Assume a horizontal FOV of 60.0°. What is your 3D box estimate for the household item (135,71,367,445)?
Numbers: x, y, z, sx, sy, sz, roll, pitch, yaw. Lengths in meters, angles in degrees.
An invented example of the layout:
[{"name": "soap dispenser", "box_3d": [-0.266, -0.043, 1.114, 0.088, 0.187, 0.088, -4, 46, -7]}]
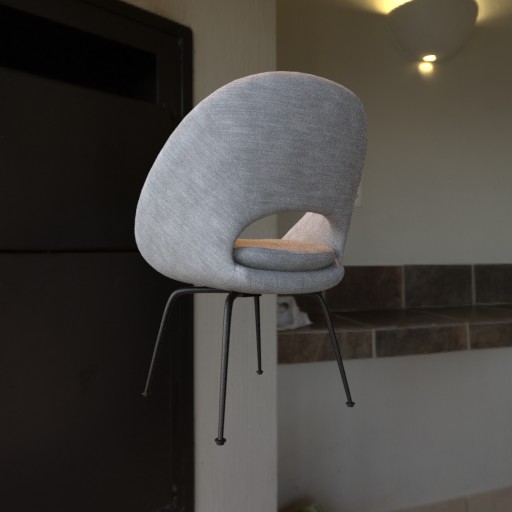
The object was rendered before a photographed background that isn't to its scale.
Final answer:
[{"name": "household item", "box_3d": [0.000, 0.000, 1.295, 0.643, 0.869, 0.587, 0, 0, -36]}]
